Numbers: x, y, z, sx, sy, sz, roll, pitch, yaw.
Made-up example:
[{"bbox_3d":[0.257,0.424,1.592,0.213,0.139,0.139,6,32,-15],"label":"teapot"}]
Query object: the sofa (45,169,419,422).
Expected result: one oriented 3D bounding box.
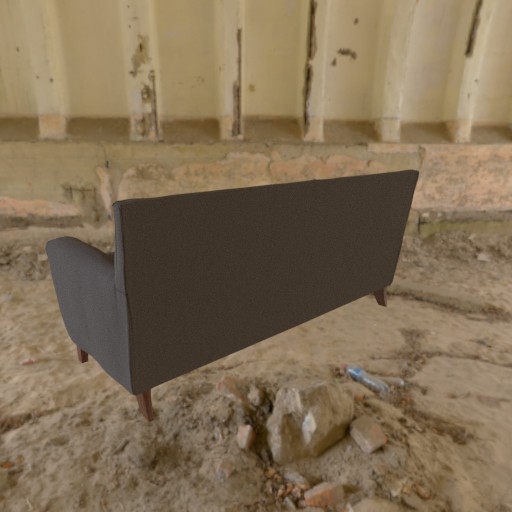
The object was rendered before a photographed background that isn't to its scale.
[{"bbox_3d":[0.000,0.000,2.478,2.002,0.907,0.843,-14,21,-42],"label":"sofa"}]
